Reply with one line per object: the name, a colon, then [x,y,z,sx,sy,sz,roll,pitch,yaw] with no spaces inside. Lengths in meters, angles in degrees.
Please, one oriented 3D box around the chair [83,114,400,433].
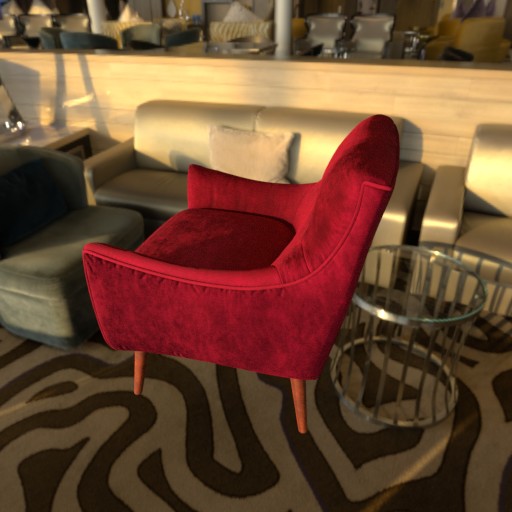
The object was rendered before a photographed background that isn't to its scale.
chair: [0.000,0.000,1.449,0.787,0.838,0.762,8,31,14]
